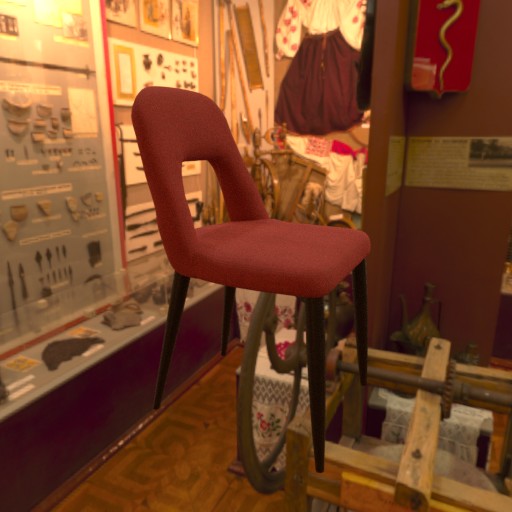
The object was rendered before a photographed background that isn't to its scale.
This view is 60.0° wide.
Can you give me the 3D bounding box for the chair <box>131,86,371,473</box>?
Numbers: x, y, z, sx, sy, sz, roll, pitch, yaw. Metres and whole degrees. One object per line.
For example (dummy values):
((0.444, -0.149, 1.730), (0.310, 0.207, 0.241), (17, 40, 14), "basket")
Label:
((0.000, 0.000, 1.222), (0.569, 0.892, 0.483), (8, 17, 26), "chair")
